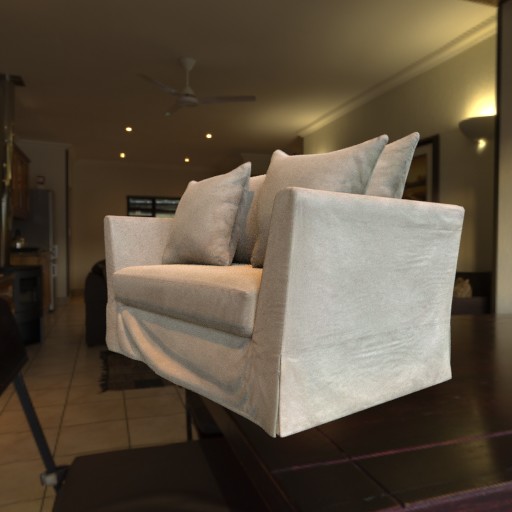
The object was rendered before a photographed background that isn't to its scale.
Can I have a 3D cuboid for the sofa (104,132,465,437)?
[{"bbox_3d":[0.000,0.000,2.187,1.035,1.040,1.608,-1,2,-38],"label":"sofa"}]
